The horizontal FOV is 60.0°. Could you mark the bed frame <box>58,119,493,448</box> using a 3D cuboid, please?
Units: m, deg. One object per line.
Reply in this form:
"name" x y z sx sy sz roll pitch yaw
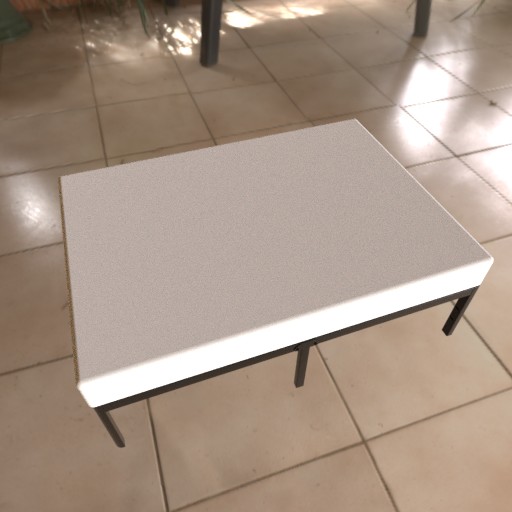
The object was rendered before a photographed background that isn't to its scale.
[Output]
"bed frame" 0.000 0.000 2.586 1.956 0.659 1.408 -15 49 -13
